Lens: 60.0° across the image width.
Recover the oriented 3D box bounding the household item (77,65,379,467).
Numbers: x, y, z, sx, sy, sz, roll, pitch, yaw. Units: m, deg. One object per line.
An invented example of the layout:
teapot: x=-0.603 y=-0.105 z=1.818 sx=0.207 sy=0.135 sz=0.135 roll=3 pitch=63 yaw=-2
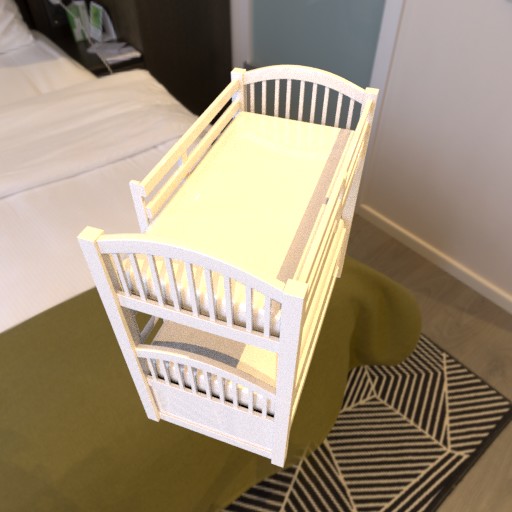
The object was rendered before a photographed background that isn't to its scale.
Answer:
household item: x=0.000 y=0.000 z=3.282 sx=1.143 sy=2.032 sz=2.032 roll=14 pitch=47 yaw=14
